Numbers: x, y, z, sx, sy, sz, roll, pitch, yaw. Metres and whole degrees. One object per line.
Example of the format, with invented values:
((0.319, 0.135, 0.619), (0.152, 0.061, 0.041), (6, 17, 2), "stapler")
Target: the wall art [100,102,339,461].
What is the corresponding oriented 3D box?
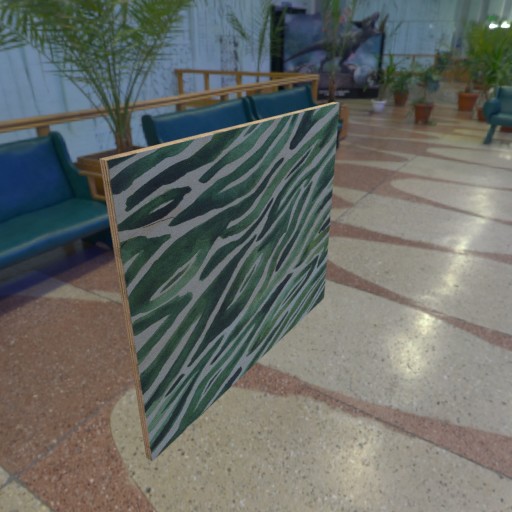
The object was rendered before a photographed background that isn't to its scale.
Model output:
((0.000, 0.000, 0.696), (0.012, 0.408, 0.508), (17, 31, 31), "wall art")
